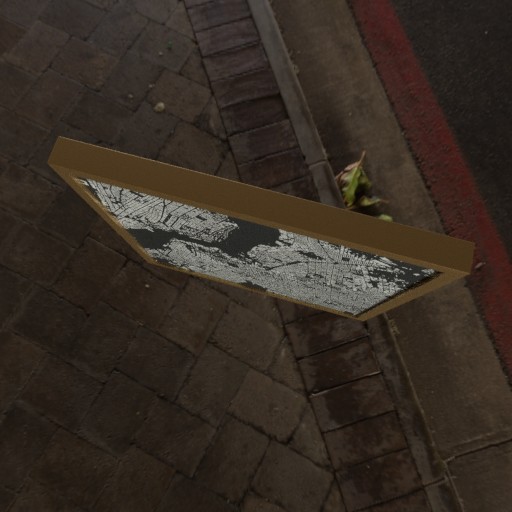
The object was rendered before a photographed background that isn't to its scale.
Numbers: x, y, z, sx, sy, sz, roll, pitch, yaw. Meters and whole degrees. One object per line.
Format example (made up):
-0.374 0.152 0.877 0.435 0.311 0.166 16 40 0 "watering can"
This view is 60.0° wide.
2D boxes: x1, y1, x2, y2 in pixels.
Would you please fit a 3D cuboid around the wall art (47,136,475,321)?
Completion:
0.000 0.000 0.458 0.305 0.305 0.023 15 76 4 "wall art"
